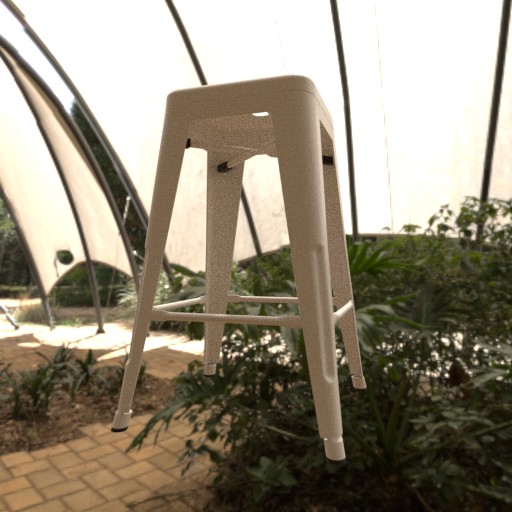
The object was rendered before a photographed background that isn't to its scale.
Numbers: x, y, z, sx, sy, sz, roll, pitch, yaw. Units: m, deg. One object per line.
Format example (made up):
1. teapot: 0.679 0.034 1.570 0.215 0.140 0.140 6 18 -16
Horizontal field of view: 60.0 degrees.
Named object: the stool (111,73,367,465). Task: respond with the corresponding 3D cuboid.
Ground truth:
1. stool: 0.000 0.000 0.898 0.406 0.610 0.406 0 0 19
